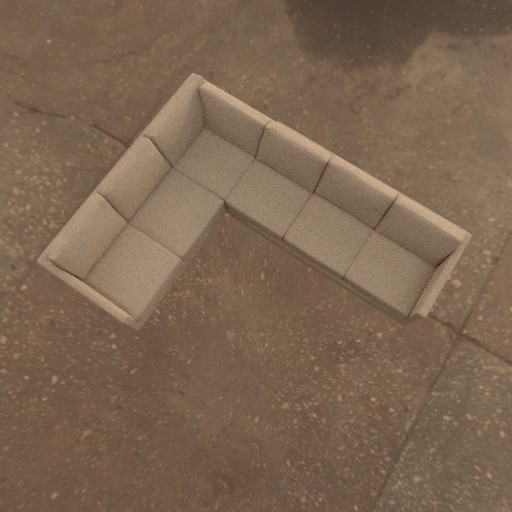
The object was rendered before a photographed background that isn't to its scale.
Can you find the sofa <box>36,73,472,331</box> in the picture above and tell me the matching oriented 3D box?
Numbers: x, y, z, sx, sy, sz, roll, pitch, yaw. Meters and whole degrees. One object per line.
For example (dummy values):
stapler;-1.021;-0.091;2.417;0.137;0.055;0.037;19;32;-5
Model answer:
sofa;0.000;0.000;4.261;3.182;0.863;2.432;33;77;8
